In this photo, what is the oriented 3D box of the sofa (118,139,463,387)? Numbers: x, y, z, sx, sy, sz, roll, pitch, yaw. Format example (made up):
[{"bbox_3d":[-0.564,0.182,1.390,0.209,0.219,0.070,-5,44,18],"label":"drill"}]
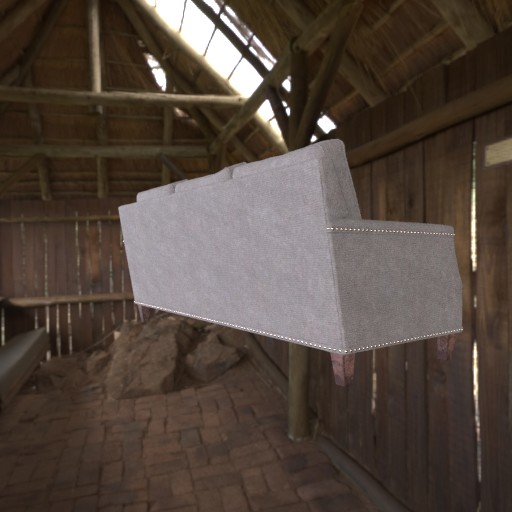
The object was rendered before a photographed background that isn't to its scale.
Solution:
[{"bbox_3d":[0.000,0.000,2.839,1.034,1.042,2.226,0,0,-36],"label":"sofa"}]
